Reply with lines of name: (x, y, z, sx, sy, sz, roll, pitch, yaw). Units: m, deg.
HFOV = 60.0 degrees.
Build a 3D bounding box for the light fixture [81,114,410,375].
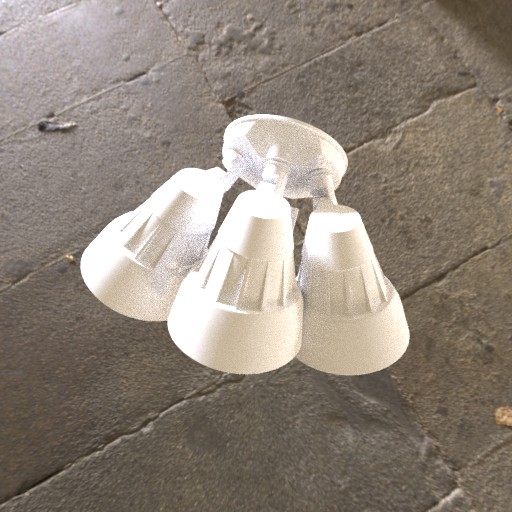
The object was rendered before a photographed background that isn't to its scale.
light fixture: (0.000, 0.000, 0.531, 0.369, 0.237, 0.278, 15, 75, 4)
